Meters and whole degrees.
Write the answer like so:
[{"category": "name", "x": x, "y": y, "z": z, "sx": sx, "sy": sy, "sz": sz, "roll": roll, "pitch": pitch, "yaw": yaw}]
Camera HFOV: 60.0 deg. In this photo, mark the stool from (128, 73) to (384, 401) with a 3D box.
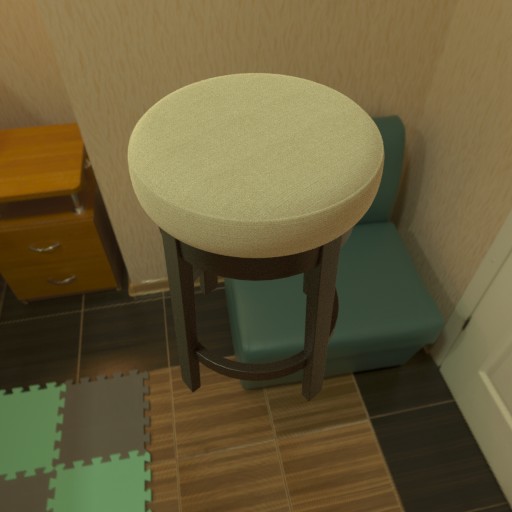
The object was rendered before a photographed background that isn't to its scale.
[{"category": "stool", "x": 0.000, "y": 0.000, "z": 0.961, "sx": 0.449, "sy": 0.655, "sz": 0.449, "roll": 0, "pitch": 48, "yaw": 0}]
